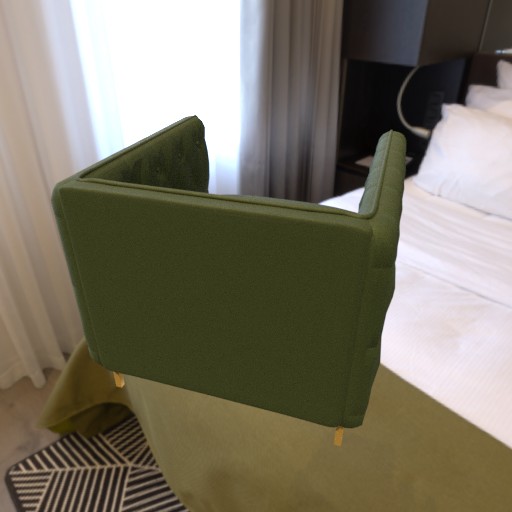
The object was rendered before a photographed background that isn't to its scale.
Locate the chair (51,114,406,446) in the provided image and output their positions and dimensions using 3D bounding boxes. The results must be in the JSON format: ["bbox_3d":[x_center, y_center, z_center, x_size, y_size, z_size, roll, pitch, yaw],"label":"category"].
[{"bbox_3d":[0.000,0.000,1.550,0.917,0.768,0.855,9,32,15],"label":"chair"}]
